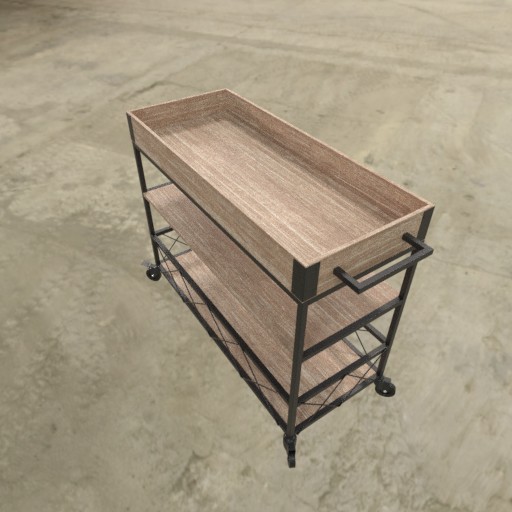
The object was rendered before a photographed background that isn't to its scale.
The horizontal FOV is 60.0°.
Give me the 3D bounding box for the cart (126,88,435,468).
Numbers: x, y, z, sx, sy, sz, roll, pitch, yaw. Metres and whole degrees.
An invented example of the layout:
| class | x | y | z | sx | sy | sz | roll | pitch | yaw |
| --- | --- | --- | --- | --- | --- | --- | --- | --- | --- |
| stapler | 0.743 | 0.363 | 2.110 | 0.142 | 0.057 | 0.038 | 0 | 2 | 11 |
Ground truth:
| class | x | y | z | sx | sy | sz | roll | pitch | yaw |
| --- | --- | --- | --- | --- | --- | --- | --- | --- | --- |
| cart | 0.000 | 0.000 | 1.527 | 0.500 | 0.787 | 1.101 | -24 | 45 | -25 |
